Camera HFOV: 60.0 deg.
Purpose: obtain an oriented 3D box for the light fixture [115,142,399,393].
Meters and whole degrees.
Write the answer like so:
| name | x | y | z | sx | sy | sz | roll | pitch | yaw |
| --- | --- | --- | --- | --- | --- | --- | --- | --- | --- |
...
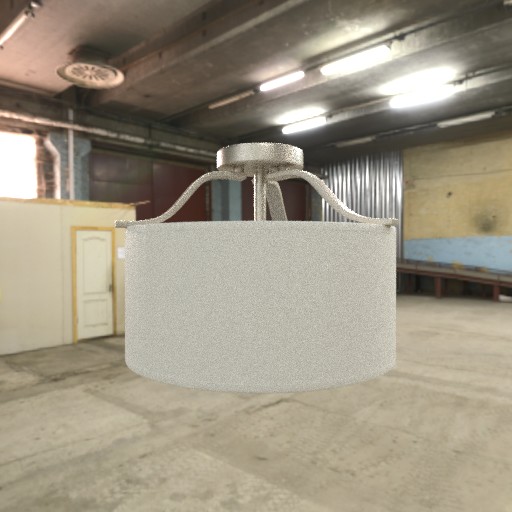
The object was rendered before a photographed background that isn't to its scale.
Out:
| name | x | y | z | sx | sy | sz | roll | pitch | yaw |
| --- | --- | --- | --- | --- | --- | --- | --- | --- | --- |
| light fixture | 0.000 | 0.000 | 0.651 | 0.395 | 0.304 | 0.395 | 0 | 0 | 0 |
